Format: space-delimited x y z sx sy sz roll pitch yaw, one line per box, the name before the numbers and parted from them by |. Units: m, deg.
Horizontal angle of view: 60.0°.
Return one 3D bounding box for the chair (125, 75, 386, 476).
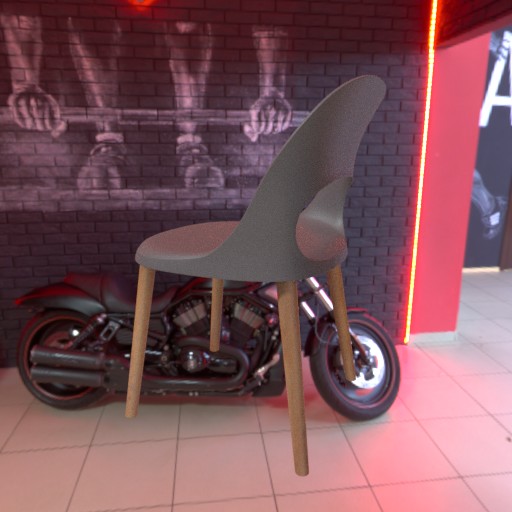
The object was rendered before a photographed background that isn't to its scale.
chair | 0.000 0.000 1.101 0.556 0.795 0.470 6 15 25
